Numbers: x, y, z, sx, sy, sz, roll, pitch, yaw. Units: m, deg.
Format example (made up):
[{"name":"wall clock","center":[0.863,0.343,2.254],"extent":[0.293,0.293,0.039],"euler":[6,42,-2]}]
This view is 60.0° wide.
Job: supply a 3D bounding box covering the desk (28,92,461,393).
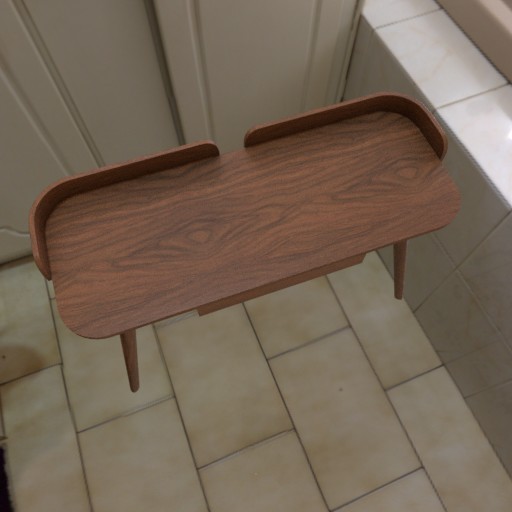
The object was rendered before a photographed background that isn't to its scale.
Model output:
[{"name":"desk","center":[0.000,0.000,1.632],"extent":[1.256,0.800,0.486],"euler":[-18,65,-8]}]
